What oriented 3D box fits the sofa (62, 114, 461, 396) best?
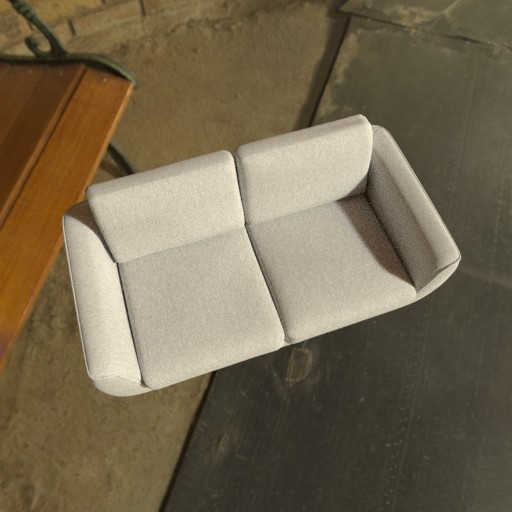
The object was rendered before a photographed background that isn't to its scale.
[{"bbox_3d":[0.000,0.000,2.205,1.700,0.850,0.920,-17,65,-8],"label":"sofa"}]
